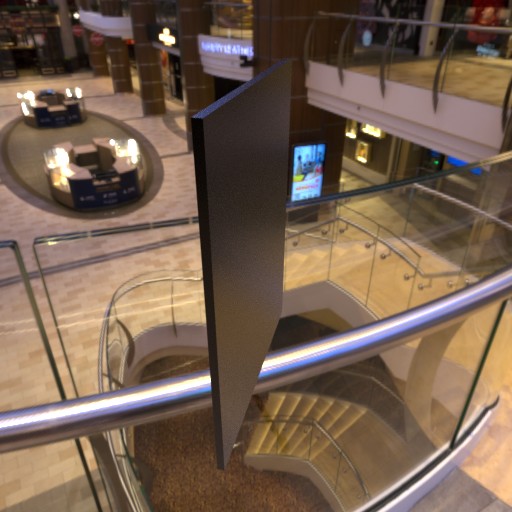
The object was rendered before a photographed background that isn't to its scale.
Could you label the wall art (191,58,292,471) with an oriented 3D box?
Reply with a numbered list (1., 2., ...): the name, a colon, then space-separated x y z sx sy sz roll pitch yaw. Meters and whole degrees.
1. wall art: 0.000 0.000 0.775 0.013 0.582 0.442 8 32 13
